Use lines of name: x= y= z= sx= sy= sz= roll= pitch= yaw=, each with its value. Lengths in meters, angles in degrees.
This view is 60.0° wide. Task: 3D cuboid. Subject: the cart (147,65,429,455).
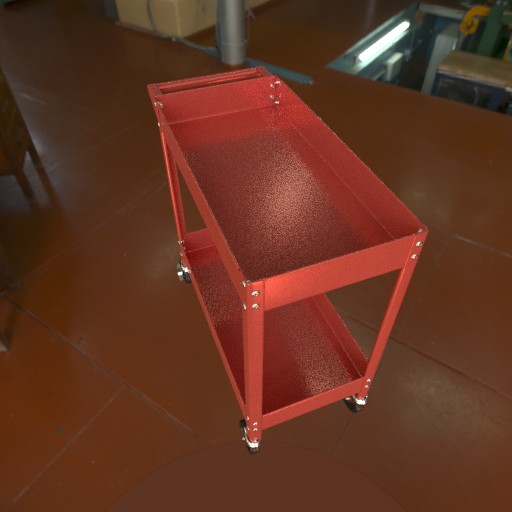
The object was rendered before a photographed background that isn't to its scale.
cart: x=0.000 y=0.000 z=1.220 sx=0.366 sy=0.719 sz=0.779 roll=-16 pitch=48 yaw=-15
